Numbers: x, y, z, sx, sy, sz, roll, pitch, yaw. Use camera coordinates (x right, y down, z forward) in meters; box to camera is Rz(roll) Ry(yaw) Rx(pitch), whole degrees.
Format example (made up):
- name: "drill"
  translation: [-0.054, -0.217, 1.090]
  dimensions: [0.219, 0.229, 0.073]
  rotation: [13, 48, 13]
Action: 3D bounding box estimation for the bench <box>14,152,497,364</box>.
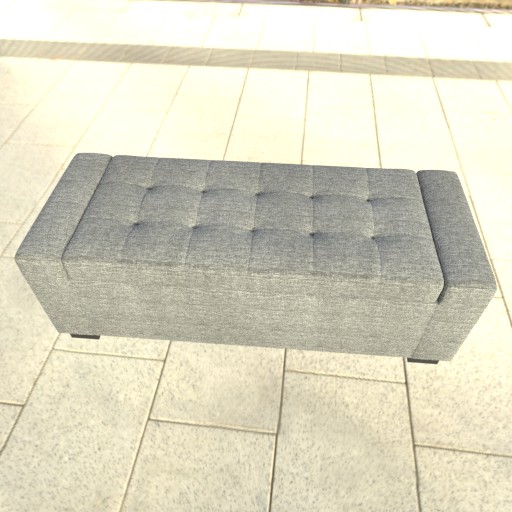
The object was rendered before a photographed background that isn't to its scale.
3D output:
- name: "bench"
  translation: [0.000, 0.000, 1.486]
  dimensions: [1.296, 0.445, 0.508]
  rotation: [4, 48, 3]
